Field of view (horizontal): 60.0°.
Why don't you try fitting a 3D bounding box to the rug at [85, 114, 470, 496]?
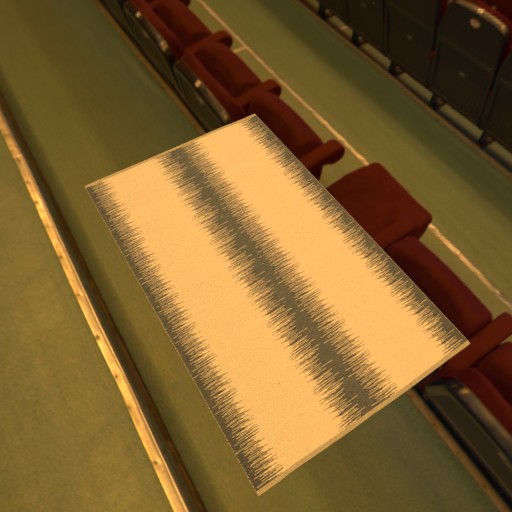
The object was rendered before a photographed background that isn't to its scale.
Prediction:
[{"bbox_3d":[0.000,0.000,3.010,1.519,0.003,2.453,-28,62,-17],"label":"rug"}]
